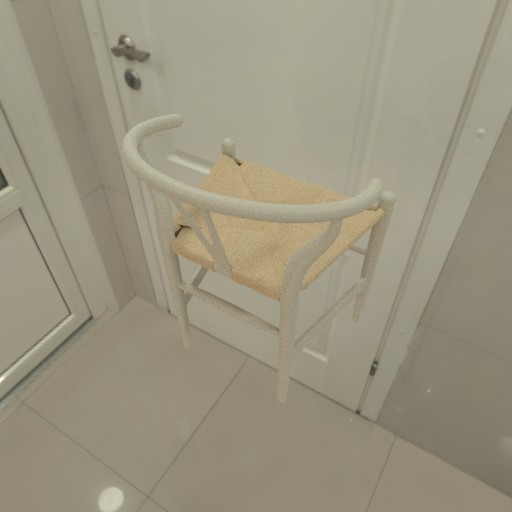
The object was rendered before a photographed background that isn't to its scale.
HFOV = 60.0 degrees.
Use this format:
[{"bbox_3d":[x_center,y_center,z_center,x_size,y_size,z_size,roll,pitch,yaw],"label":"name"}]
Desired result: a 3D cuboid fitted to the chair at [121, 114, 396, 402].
[{"bbox_3d":[0.000,0.000,1.119,0.533,0.736,0.500,24,50,22],"label":"chair"}]
